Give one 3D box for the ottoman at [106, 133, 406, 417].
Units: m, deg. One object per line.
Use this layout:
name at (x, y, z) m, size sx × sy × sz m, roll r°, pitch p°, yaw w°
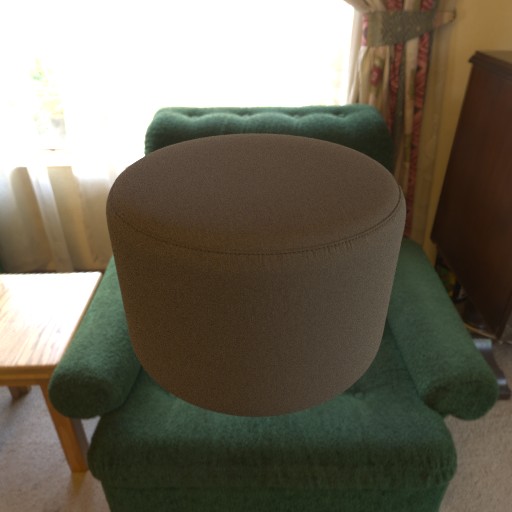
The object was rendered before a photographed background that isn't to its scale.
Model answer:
ottoman at (0.000, 0.000, 1.011) m, size 0.608 × 0.433 × 0.608 m, roll 0°, pitch 32°, yaw 0°
